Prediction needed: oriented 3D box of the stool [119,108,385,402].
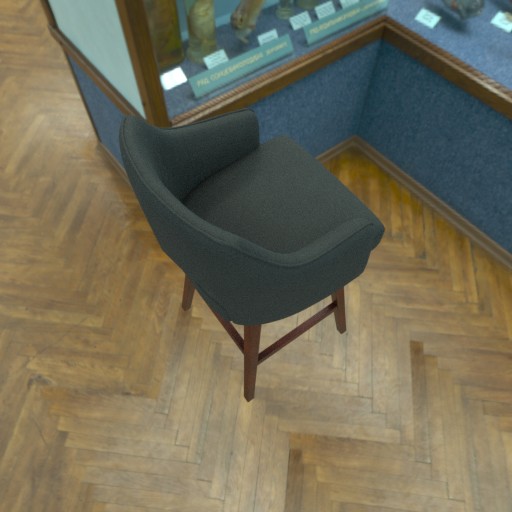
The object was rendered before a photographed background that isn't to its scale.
[{"bbox_3d":[0.000,0.000,1.351,0.558,1.012,0.548,-31,63,-18],"label":"stool"}]
